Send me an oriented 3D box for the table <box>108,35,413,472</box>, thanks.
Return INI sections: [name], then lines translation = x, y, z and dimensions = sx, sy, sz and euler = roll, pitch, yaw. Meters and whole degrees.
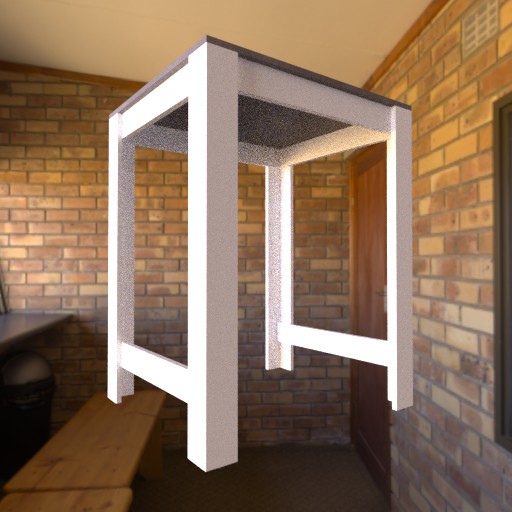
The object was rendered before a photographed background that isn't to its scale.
[table]
translation = 0.000, 0.000, 1.546
dimensions = 0.800, 1.020, 0.700
euler = 1, -1, -36
